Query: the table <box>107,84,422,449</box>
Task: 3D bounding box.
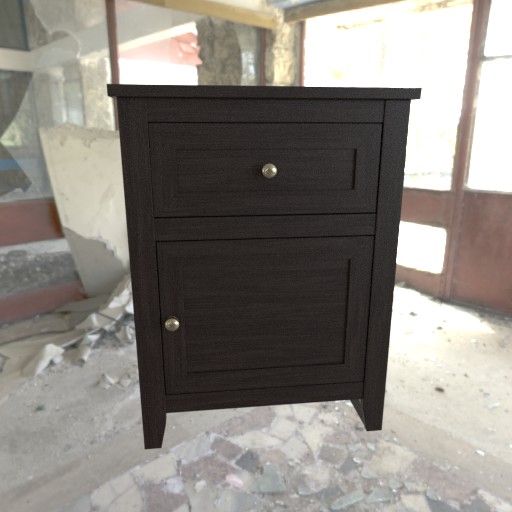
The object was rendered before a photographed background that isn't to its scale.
[{"bbox_3d":[0.000,0.000,0.930,0.480,0.635,0.381,-2,16,-7],"label":"table"}]
